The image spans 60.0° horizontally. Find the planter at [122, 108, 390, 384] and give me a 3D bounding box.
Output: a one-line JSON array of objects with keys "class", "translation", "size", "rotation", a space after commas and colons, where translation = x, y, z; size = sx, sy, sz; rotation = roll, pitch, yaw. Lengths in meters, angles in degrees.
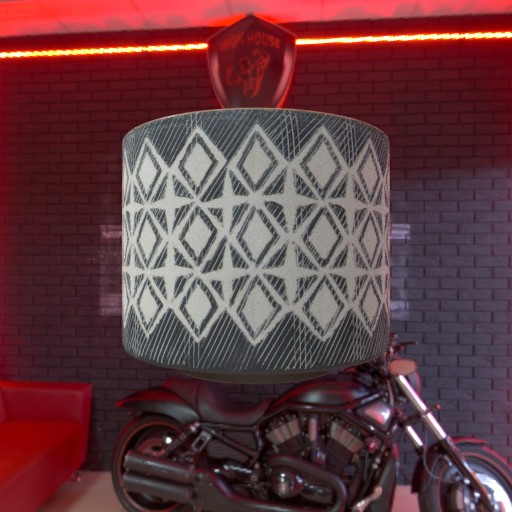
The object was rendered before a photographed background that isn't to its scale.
[{"class": "planter", "translation": [0.000, 0.000, 0.219], "size": [0.126, 0.104, 0.126], "rotation": [0, 0, 0]}]
